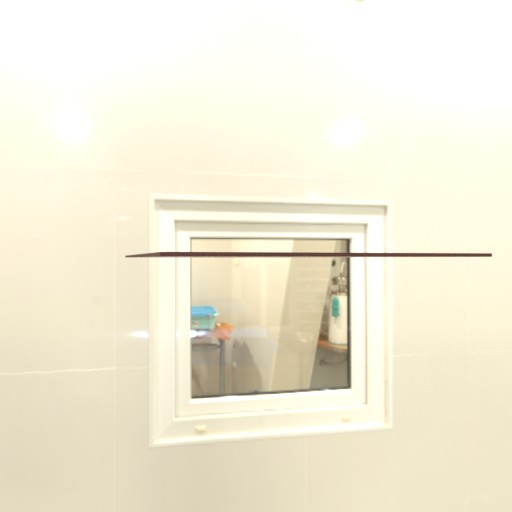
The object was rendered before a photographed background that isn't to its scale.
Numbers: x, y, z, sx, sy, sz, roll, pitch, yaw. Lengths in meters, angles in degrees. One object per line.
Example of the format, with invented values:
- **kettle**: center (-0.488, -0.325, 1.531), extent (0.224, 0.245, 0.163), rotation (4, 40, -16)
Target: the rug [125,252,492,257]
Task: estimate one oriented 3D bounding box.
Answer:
- **rug**: center (0.000, 0.000, 5.764), extent (3.033, 0.033, 4.578), rotation (0, 0, -19)
